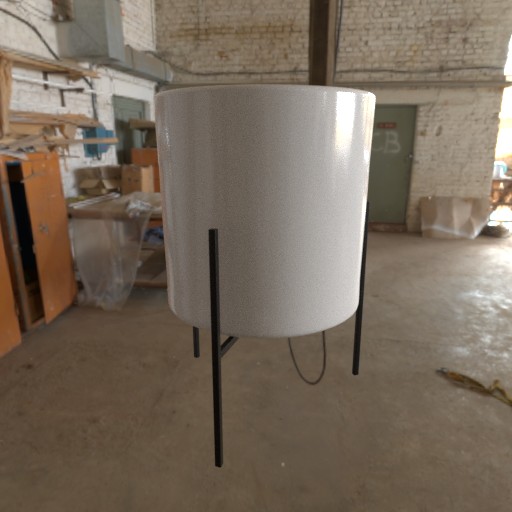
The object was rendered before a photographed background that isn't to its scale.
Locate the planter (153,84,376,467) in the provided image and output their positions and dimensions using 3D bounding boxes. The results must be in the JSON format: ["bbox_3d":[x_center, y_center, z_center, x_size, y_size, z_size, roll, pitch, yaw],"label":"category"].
[{"bbox_3d":[0.000,0.000,0.636,0.308,0.431,0.307,14,21,43],"label":"planter"}]
